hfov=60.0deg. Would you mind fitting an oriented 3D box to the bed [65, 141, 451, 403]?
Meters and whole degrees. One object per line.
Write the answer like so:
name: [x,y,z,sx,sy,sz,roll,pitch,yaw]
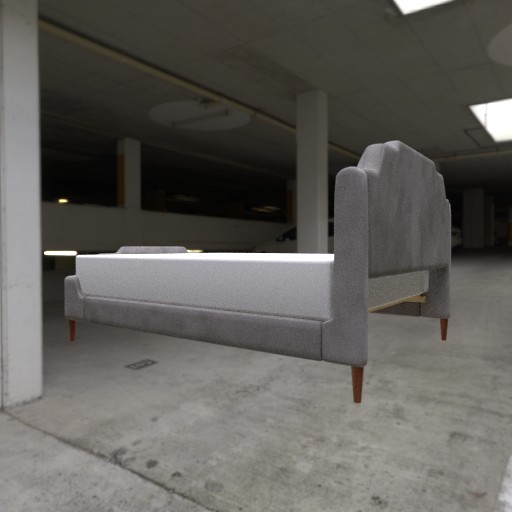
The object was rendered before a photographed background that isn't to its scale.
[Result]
bed: [0.000,0.000,3.262,2.340,1.245,1.676,1,1,36]
